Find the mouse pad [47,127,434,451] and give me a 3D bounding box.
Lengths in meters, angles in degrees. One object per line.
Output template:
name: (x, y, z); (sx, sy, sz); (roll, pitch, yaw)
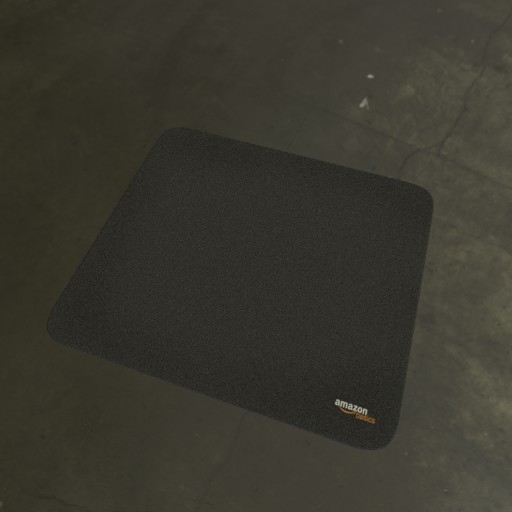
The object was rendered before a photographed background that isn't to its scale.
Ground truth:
mouse pad: (0.000, 0.000, 0.315); (0.229, 0.003, 0.203); (16, 60, 9)
